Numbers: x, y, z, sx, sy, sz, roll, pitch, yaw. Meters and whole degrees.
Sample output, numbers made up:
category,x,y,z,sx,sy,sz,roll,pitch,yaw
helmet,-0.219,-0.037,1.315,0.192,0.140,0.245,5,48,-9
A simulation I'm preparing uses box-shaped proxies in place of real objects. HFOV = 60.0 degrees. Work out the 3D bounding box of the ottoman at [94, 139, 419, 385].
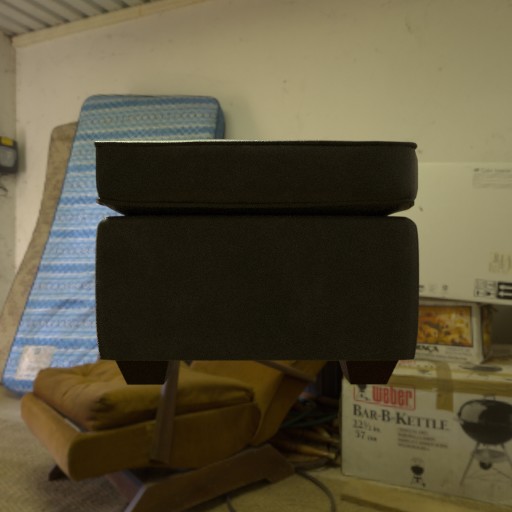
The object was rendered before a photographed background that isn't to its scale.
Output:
category,x,y,z,sx,sy,sz,roll,pitch,yaw
ottoman,0.000,0.000,1.090,0.554,0.445,0.756,0,0,0
